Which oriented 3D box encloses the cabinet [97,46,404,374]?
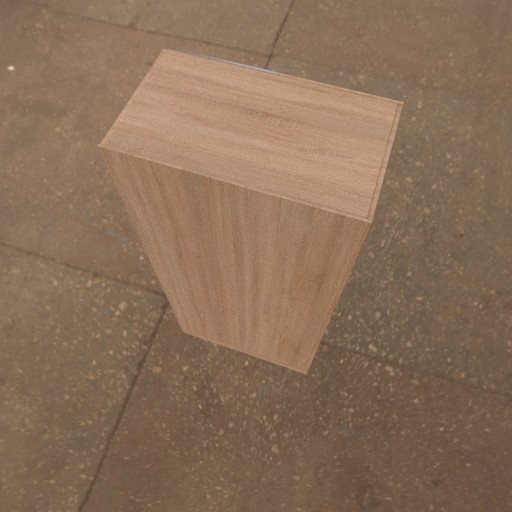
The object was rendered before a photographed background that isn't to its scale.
[{"bbox_3d":[0.000,0.000,2.577,1.001,2.121,0.590,17,63,9],"label":"cabinet"}]
